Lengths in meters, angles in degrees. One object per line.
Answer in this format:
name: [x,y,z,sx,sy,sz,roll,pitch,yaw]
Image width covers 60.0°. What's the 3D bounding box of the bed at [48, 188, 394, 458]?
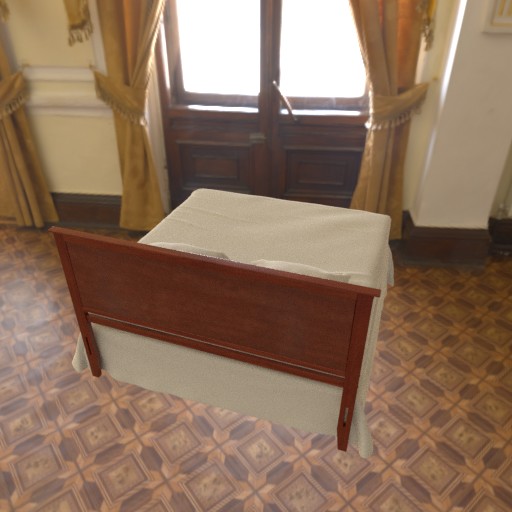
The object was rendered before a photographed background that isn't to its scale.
bed: [0.000,0.000,3.662,2.314,1.271,2.219,11,34,16]
